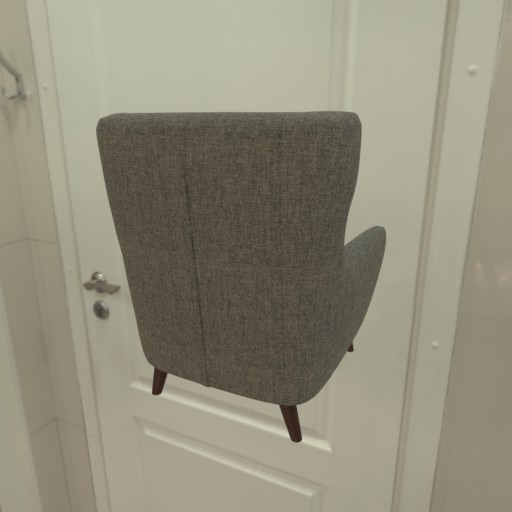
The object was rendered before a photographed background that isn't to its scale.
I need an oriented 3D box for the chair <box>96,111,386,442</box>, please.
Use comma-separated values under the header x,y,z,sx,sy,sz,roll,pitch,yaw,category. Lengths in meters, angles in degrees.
x,y,z,sx,sy,sz,roll,pitch,yaw,category
0.000,0.000,1.730,0.878,1.063,0.904,8,19,25,chair
